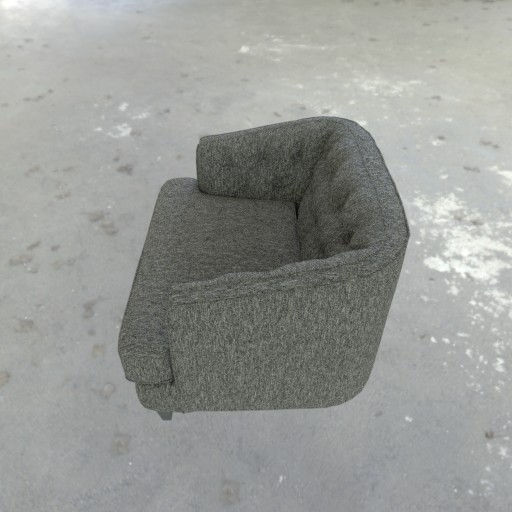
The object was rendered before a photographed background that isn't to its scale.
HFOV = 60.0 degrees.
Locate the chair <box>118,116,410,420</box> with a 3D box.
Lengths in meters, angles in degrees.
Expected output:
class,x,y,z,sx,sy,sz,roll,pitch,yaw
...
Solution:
class,x,y,z,sx,sy,sz,roll,pitch,yaw
chair,0.000,0.000,1.837,0.941,0.852,1.104,0,41,0
